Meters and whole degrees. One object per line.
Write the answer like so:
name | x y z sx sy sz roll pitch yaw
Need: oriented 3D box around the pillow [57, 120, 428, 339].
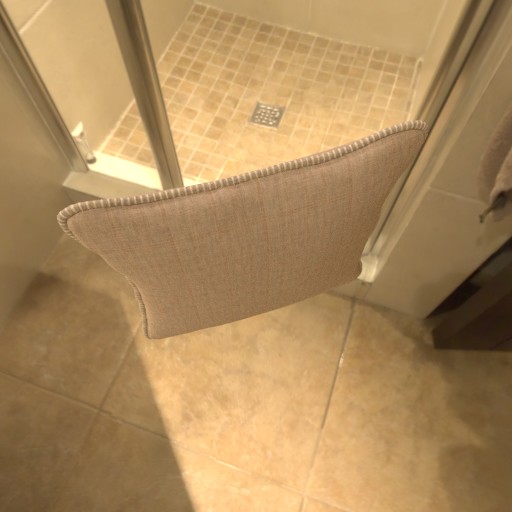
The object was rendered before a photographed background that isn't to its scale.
pillow | 0.000 0.000 0.749 0.485 0.494 0.124 -16 63 -8
